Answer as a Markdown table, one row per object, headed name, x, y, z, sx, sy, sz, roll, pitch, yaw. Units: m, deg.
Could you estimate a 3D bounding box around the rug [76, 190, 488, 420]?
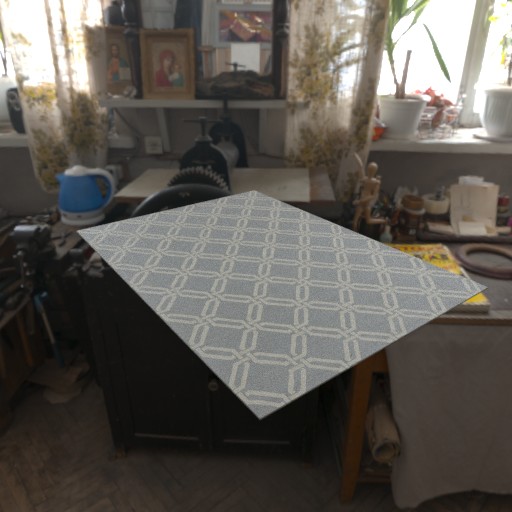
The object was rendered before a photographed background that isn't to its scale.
| name | x | y | z | sx | sy | sz | roll | pitch | yaw |
| --- | --- | --- | --- | --- | --- | --- | --- | --- | --- |
| rug | 0.000 | 0.000 | 4.329 | 2.438 | 0.013 | 3.353 | -18 | 31 | -32 |
